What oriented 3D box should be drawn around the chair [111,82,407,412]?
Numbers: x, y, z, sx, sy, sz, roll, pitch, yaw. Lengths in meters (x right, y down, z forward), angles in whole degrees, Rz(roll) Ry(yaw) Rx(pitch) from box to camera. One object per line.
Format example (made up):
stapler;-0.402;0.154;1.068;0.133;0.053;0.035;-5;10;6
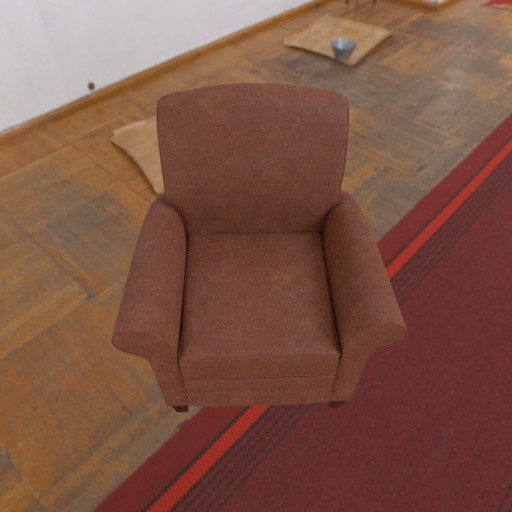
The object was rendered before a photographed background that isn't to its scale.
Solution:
chair;0.000;0.000;1.805;0.978;1.061;0.902;-1;47;-1
